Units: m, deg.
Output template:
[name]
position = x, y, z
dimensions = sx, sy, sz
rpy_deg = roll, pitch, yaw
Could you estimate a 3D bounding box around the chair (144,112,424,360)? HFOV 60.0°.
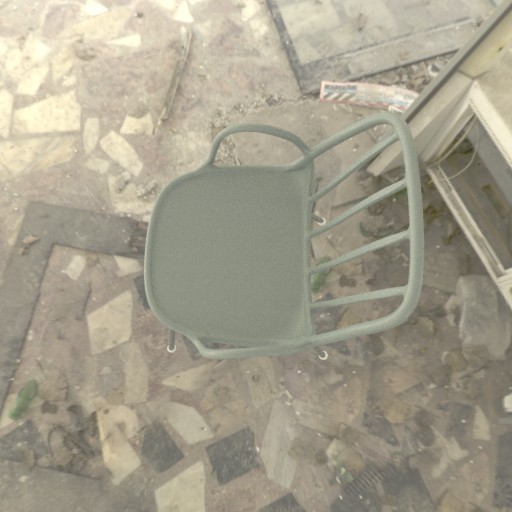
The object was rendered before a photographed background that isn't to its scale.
[chair]
position = 0.000, 0.000, 1.183
dimensions = 0.597, 0.816, 0.549
rpy_deg = 1, 76, 0
